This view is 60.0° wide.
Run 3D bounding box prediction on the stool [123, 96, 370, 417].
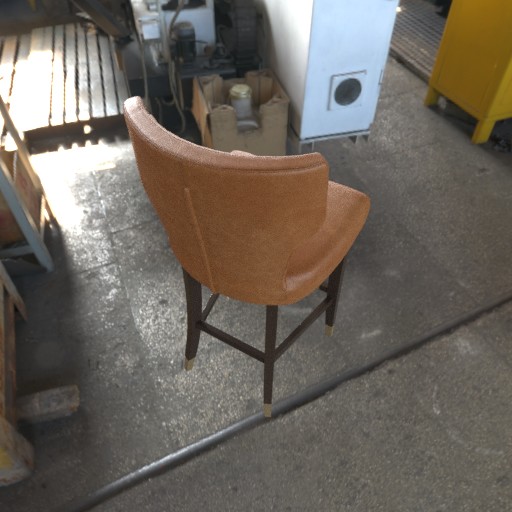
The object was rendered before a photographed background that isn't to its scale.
[{"bbox_3d":[0.000,0.000,1.408,0.526,1.092,0.563,23,51,20],"label":"stool"}]
